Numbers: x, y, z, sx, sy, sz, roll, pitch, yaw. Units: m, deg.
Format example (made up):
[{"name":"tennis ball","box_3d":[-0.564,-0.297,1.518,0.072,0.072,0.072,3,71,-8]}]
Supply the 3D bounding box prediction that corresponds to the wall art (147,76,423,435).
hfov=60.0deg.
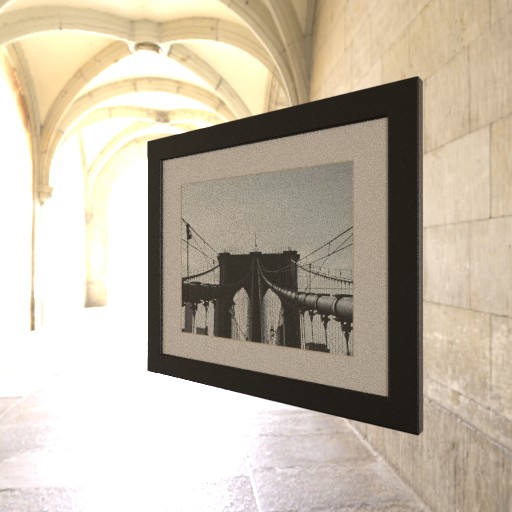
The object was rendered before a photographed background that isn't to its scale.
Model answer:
[{"name":"wall art","box_3d":[0.000,0.000,0.717,0.521,0.450,0.018,0,0,37]}]
